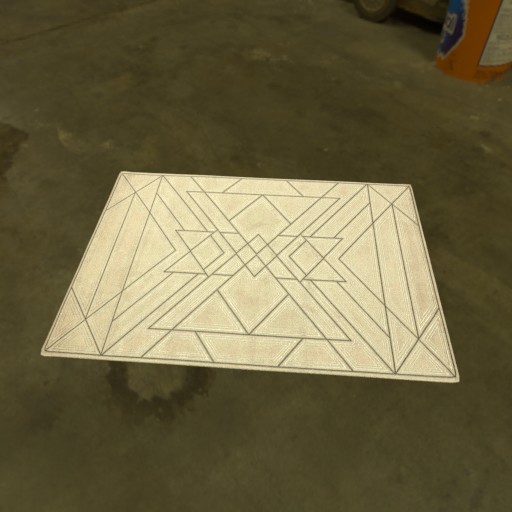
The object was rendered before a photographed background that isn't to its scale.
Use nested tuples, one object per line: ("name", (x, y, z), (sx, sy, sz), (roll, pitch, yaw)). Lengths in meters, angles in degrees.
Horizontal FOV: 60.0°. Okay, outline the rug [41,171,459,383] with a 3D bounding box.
("rug", (0.000, 0.000, 4.348), (3.381, 0.026, 2.436), (3, 48, 3))
